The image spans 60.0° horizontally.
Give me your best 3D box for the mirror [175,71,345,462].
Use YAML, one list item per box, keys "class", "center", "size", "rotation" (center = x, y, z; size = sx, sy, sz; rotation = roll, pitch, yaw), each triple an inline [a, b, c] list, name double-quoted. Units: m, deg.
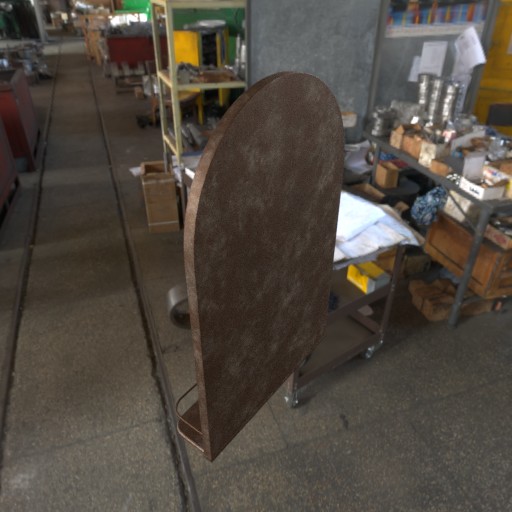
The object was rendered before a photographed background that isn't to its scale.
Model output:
- class: "mirror"
  center: [0.000, 0.000, 0.980]
  size: [0.137, 0.770, 0.510]
  rotation: [22, 38, 31]
